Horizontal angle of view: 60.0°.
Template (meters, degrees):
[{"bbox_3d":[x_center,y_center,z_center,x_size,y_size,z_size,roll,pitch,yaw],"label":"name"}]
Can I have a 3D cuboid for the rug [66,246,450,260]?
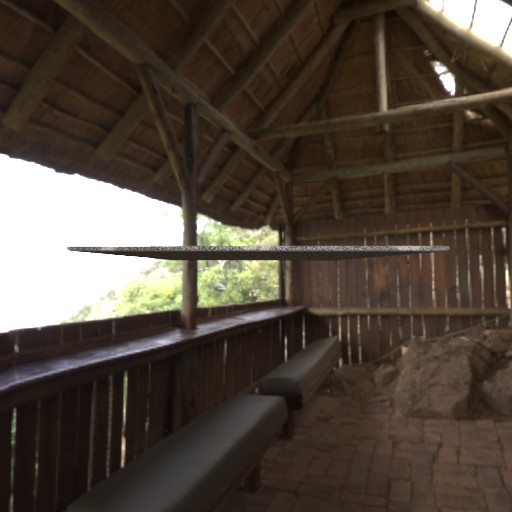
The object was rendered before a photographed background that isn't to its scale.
[{"bbox_3d":[0.000,0.000,3.404,1.801,0.026,2.701,0,-1,0],"label":"rug"}]
